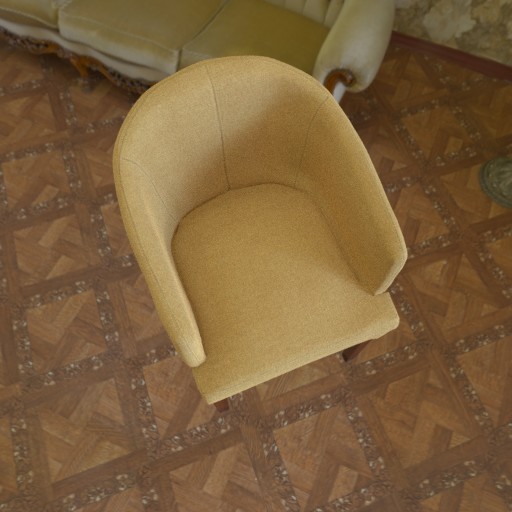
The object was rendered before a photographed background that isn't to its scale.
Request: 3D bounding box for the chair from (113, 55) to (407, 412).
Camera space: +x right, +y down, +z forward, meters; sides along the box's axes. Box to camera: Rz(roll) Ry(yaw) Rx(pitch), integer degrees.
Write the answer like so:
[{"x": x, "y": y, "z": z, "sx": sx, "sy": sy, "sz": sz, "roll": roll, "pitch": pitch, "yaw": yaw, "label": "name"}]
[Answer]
[{"x": 0.000, "y": 0.000, "z": 1.231, "sx": 0.583, "sy": 0.811, "sz": 0.655, "roll": -20, "pitch": 65, "yaw": -10, "label": "chair"}]
